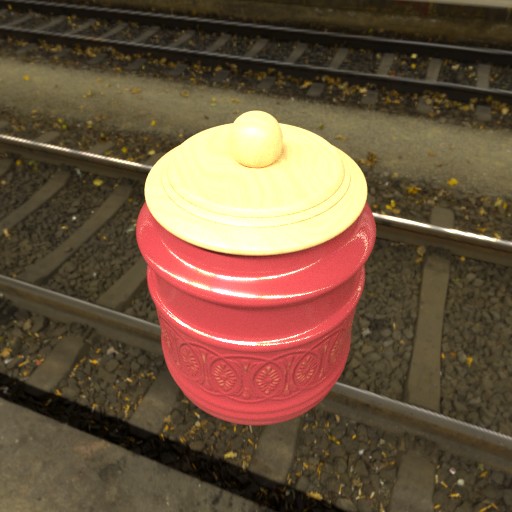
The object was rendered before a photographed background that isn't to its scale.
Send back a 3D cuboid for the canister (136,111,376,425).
[{"bbox_3d":[0.000,0.000,0.264,0.130,0.176,0.130,0,42,0],"label":"canister"}]
